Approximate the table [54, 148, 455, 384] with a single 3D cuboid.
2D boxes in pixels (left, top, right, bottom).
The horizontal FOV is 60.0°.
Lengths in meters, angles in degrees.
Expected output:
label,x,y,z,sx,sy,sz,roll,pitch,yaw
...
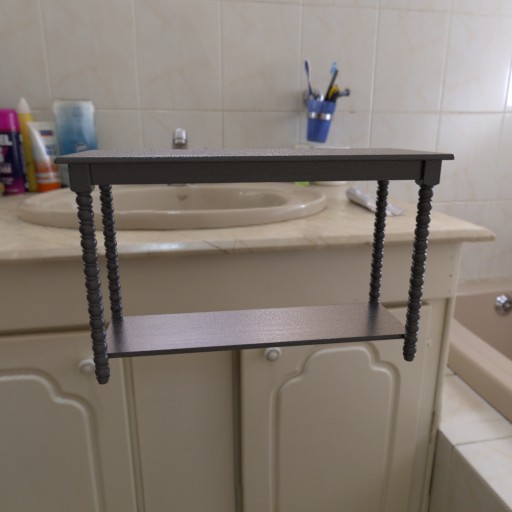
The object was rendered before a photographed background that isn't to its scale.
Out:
label,x,y,z,sx,sy,sz,roll,pitch,yaw
table,0.000,0.000,1.602,1.184,0.735,0.459,-2,16,-8
